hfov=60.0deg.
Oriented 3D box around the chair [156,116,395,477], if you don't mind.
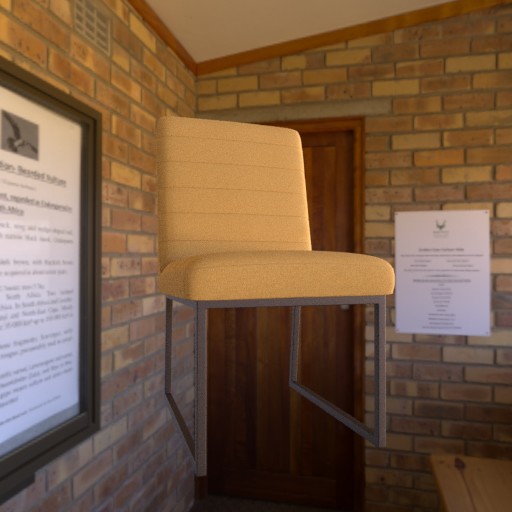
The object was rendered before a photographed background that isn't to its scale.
[{"bbox_3d":[0.000,0.000,1.286,0.520,0.930,0.634,0,0,-19],"label":"chair"}]
